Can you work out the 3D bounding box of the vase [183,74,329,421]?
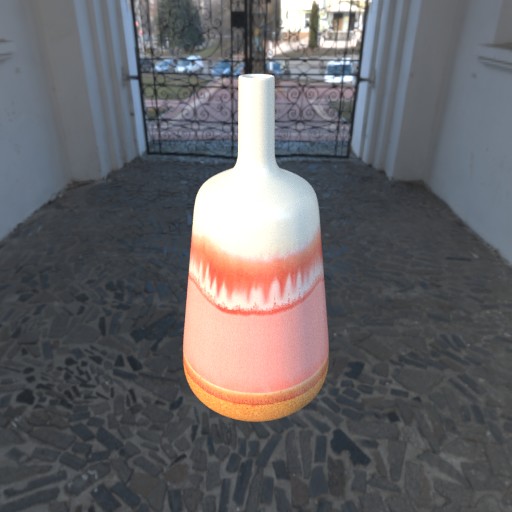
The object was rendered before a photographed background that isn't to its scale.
[{"bbox_3d":[0.000,0.000,0.392,0.144,0.296,0.144,0,29,0],"label":"vase"}]
